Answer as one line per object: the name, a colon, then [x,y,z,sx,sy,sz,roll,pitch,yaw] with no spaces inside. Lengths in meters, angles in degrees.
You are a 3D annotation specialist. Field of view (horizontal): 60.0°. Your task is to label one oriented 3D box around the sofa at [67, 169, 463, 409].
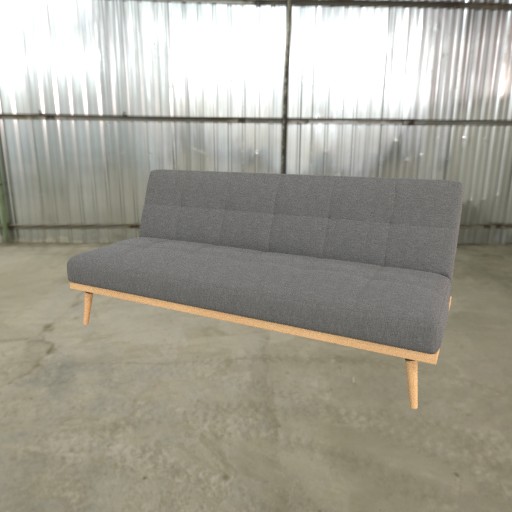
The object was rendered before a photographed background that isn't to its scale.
sofa: [0.000,0.000,2.217,1.820,0.770,0.820,7,16,26]
